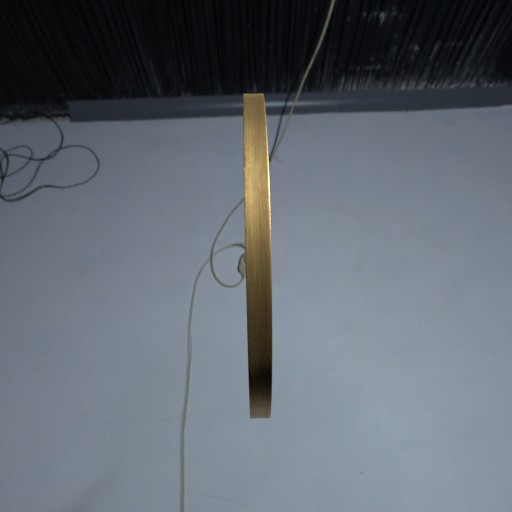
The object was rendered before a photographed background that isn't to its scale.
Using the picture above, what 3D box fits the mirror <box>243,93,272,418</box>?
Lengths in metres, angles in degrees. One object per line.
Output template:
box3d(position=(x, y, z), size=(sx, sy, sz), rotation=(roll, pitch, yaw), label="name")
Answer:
box3d(position=(0.000, 0.000, 0.821), size=(0.032, 0.565, 0.565), rotation=(-1, 64, -1), label="mirror")
